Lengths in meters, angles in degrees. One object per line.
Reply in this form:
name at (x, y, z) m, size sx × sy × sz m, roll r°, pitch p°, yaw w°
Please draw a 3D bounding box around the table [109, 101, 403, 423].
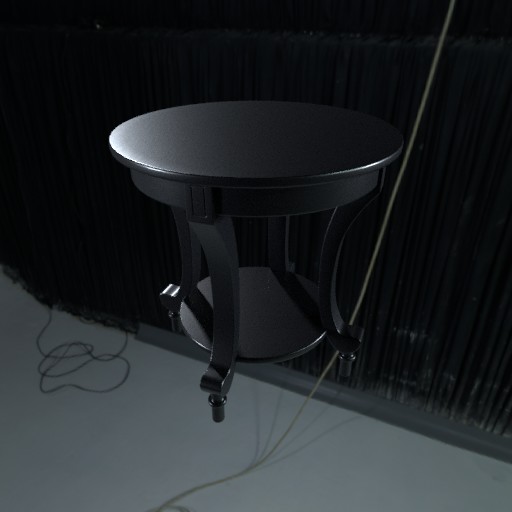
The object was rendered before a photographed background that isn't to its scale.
table at (0.000, 0.000, 1.086) m, size 0.597 × 0.618 × 0.597 m, roll 0°, pitch 30°, yaw 0°
